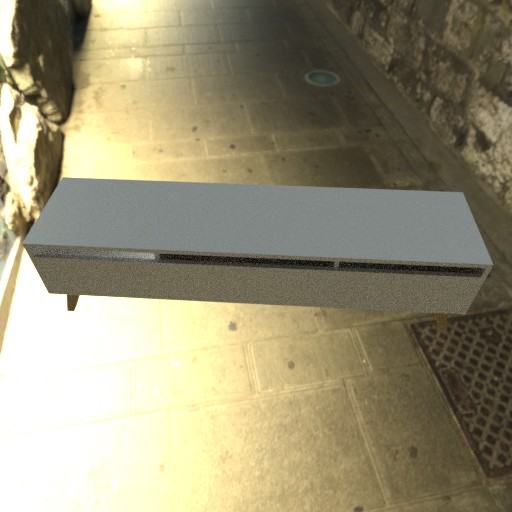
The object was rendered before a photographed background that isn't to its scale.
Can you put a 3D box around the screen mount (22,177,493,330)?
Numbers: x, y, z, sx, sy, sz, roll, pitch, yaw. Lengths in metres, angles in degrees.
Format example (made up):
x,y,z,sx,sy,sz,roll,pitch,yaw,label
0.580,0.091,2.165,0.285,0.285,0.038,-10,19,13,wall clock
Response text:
x,y,z,sx,sy,sz,roll,pitch,yaw,label
0.000,0.000,1.836,1.644,0.432,0.399,3,46,2,screen mount
